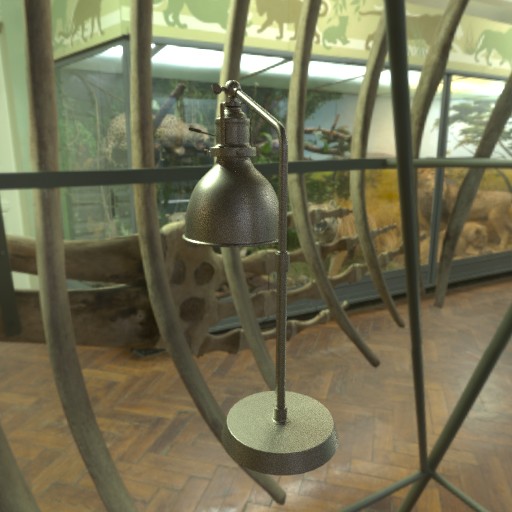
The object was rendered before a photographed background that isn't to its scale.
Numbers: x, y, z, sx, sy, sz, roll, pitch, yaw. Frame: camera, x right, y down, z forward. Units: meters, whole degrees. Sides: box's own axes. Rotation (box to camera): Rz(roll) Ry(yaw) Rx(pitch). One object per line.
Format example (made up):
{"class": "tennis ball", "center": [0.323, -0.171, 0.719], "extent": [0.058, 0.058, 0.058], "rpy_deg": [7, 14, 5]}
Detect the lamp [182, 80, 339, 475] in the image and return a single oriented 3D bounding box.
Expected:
{"class": "lamp", "center": [0.000, 0.000, 0.589], "extent": [0.153, 0.456, 0.286], "rpy_deg": [-7, 15, -27]}
